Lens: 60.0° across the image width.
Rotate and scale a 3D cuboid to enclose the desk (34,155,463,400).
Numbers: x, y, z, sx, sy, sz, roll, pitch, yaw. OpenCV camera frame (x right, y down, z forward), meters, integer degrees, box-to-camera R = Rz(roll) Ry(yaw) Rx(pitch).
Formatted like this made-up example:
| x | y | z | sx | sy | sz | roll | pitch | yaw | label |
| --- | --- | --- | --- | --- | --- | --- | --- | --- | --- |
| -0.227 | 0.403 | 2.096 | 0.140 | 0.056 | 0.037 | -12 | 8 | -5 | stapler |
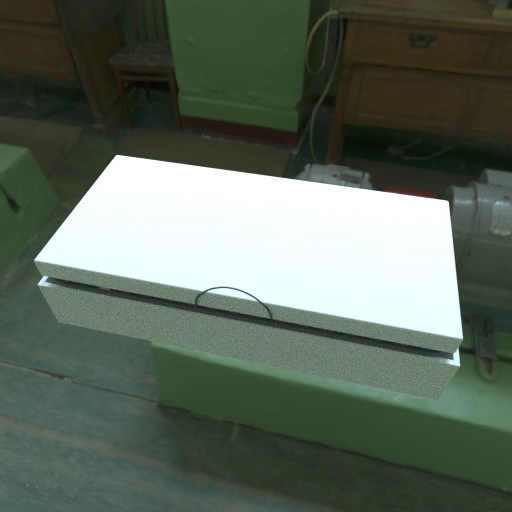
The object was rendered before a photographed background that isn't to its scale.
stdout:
| x | y | z | sx | sy | sz | roll | pitch | yaw | label |
| --- | --- | --- | --- | --- | --- | --- | --- | --- | --- |
| 0.000 | 0.000 | 2.264 | 1.900 | 0.526 | 0.900 | 10 | 47 | 9 | desk |
